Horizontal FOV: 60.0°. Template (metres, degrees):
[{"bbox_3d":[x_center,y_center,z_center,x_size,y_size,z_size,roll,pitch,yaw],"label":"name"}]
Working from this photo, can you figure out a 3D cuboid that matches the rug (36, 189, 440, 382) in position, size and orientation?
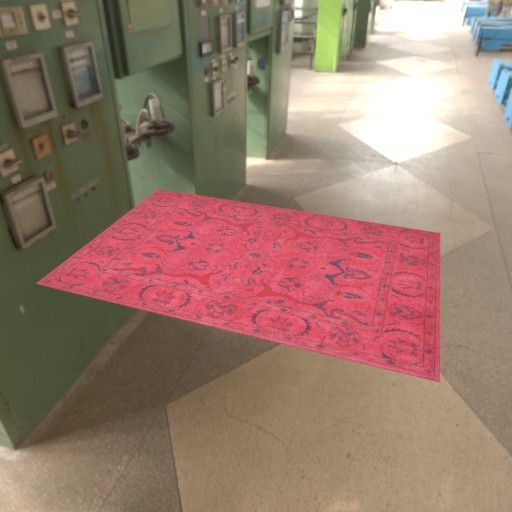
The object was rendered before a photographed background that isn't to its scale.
[{"bbox_3d":[0.000,0.000,3.088,2.423,0.010,1.534,11,34,16],"label":"rug"}]
